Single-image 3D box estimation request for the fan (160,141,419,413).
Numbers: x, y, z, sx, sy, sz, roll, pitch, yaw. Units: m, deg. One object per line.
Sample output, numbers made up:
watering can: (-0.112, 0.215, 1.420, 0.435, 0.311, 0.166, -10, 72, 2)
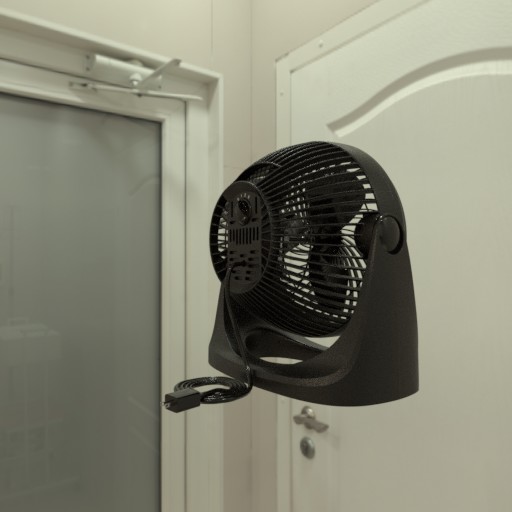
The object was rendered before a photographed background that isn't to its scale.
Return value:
fan: (0.000, 0.000, 0.492, 0.256, 0.277, 0.273, 0, -1, -36)
